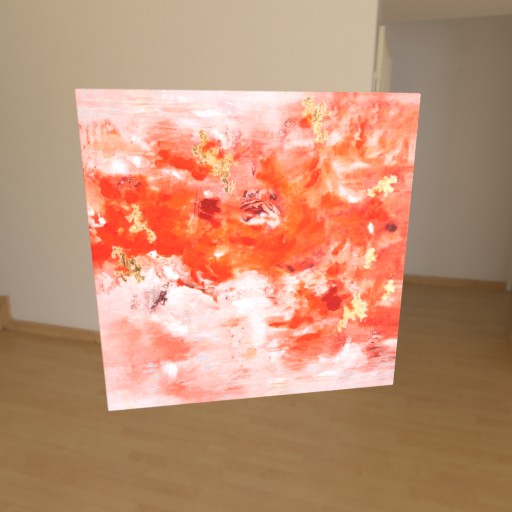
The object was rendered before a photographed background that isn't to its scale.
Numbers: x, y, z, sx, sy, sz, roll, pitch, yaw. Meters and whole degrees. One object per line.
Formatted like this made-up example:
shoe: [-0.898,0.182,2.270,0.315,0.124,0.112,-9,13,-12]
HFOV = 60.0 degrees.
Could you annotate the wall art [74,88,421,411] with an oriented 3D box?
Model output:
wall art: [0.000,0.000,1.260,0.878,0.878,0.066,-2,16,-9]
